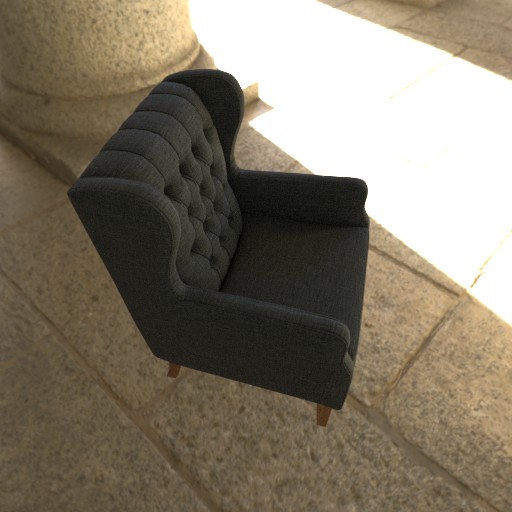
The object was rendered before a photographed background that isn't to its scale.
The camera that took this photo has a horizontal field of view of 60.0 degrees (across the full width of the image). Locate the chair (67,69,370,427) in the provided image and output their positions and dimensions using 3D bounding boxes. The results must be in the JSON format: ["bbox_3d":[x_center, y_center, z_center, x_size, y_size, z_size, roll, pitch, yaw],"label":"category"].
[{"bbox_3d":[0.000,0.000,1.491,0.775,0.953,0.711,10,48,10],"label":"chair"}]
